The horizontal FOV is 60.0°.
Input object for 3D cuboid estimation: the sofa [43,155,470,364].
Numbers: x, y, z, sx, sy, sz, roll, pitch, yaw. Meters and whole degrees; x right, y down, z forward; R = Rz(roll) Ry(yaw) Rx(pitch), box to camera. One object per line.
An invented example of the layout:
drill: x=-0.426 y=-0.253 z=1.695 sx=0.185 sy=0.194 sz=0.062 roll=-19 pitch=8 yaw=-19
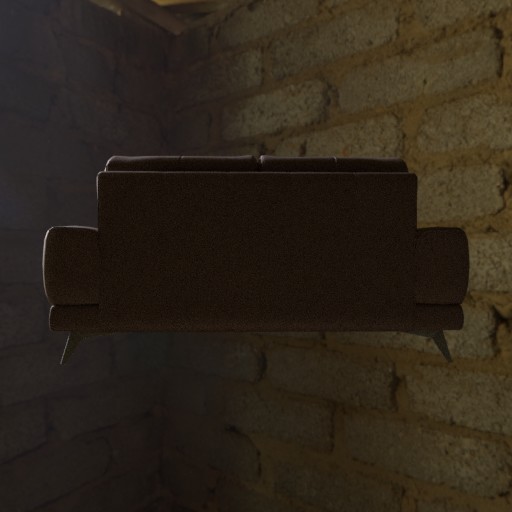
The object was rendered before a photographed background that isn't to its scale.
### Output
sofa: x=0.000 y=0.000 z=2.321 sx=1.806 sy=0.907 sz=1.018 roll=0 pitch=-1 yaw=-1
